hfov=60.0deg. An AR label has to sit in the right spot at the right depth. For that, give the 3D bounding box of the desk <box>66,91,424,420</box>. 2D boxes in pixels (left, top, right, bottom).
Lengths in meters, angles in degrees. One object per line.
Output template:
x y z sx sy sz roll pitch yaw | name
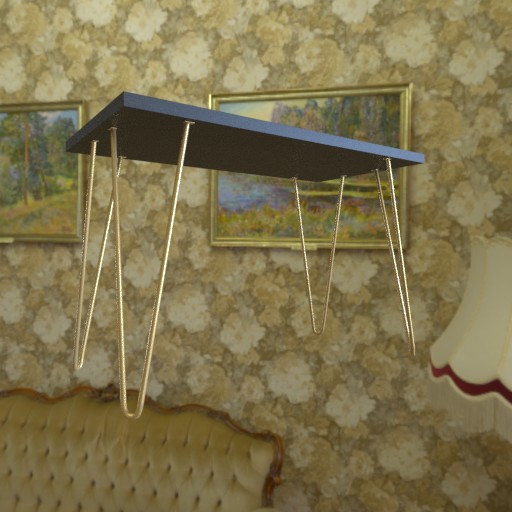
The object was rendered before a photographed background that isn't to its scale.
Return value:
0.000 0.000 1.364 0.991 0.660 0.499 -1 1 -35 | desk
